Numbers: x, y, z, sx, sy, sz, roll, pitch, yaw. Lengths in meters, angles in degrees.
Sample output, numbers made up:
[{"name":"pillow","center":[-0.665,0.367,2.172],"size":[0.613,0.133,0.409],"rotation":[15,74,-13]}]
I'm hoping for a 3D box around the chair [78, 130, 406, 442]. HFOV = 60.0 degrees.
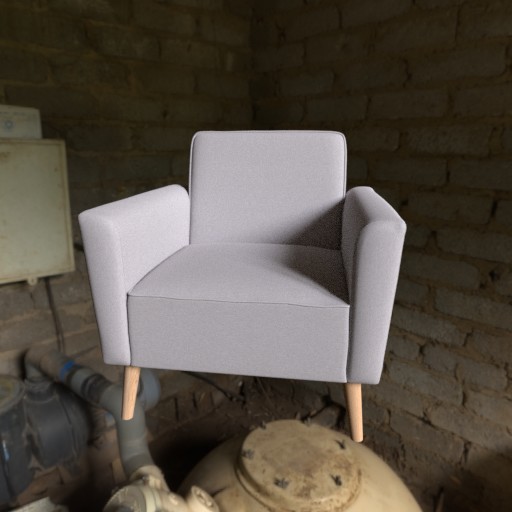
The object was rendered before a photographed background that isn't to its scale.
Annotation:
[{"name":"chair","center":[0.000,0.000,1.413],"size":[0.780,0.780,0.750],"rotation":[2,15,8]}]
